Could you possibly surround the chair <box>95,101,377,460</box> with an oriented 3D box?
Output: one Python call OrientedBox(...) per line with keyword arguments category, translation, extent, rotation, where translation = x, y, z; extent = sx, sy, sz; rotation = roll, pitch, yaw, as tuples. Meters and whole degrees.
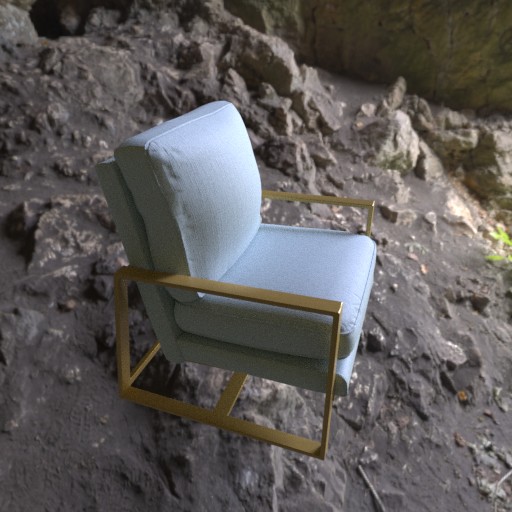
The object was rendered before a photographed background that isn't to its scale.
OrientedBox(category="chair", translation=(0.000, 0.000, 1.586), extent=(0.813, 0.956, 0.758), rotation=(10, 32, 17))
